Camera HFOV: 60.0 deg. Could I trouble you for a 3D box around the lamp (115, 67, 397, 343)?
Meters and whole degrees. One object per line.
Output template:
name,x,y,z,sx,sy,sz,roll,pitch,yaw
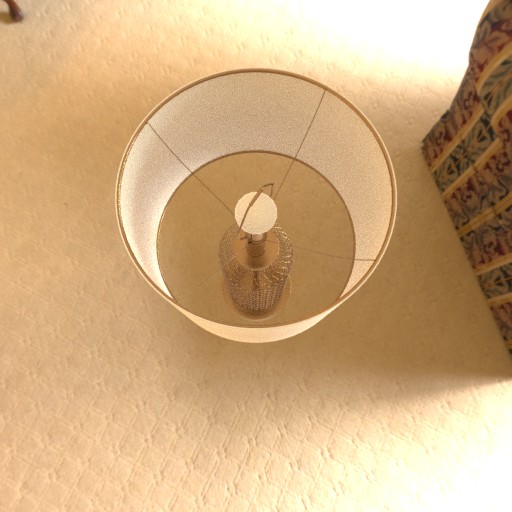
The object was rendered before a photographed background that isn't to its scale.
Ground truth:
lamp,0.000,0.000,0.630,0.252,0.483,0.252,32,78,8
